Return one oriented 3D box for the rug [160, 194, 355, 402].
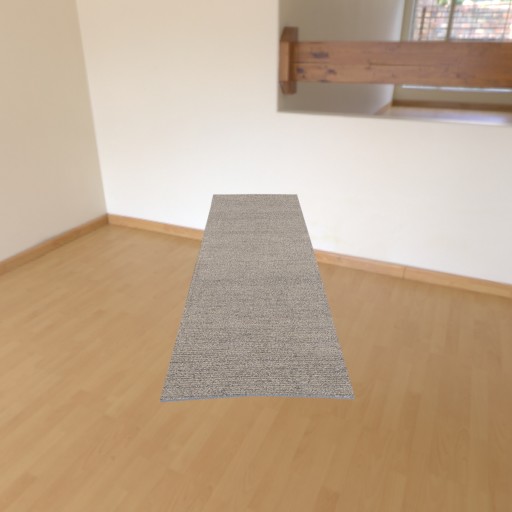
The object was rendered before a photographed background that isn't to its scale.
[{"bbox_3d":[0.000,0.000,2.602,0.692,0.032,2.320,0,26,0],"label":"rug"}]
